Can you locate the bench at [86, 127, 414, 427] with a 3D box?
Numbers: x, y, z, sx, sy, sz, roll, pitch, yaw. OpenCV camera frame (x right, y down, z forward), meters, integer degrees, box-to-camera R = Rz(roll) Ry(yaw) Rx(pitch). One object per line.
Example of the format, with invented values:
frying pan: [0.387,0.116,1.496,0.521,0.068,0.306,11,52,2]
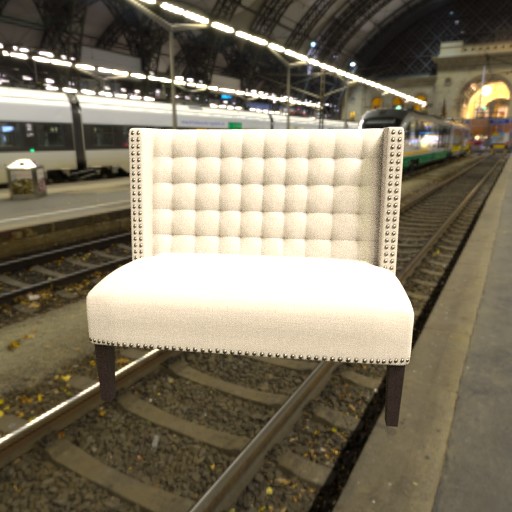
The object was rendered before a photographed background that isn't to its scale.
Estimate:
bench: [0.000,0.000,2.005,1.280,1.123,0.847,2,15,8]
